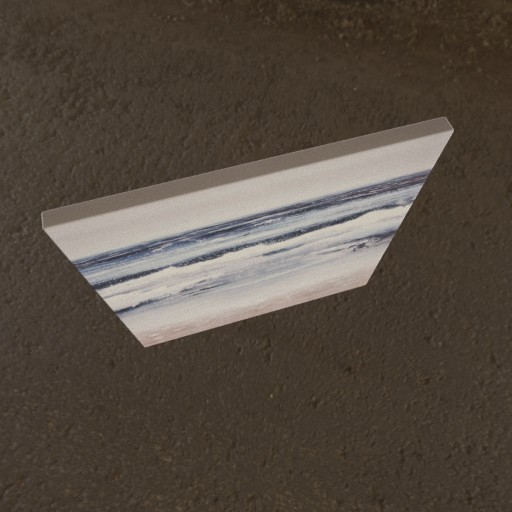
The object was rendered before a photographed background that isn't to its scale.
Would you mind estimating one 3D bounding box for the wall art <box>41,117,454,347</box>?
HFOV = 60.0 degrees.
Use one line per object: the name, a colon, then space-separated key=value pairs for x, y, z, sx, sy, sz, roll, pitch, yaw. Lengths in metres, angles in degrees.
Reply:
wall art: x=0.000 y=0.000 z=1.126 sx=0.755 sy=0.747 sz=0.065 roll=-15 pitch=64 yaw=-7
